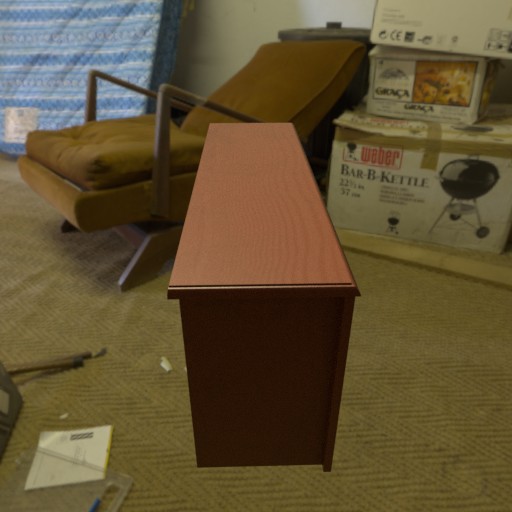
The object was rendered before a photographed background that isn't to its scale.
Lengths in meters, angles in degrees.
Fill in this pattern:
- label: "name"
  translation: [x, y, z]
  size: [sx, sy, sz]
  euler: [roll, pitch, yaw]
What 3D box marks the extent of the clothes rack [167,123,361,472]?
- label: "clothes rack"
  translation: [0.000, 0.000, 1.508]
  size: [0.362, 0.594, 1.251]
  euler: [-1, 31, -1]
